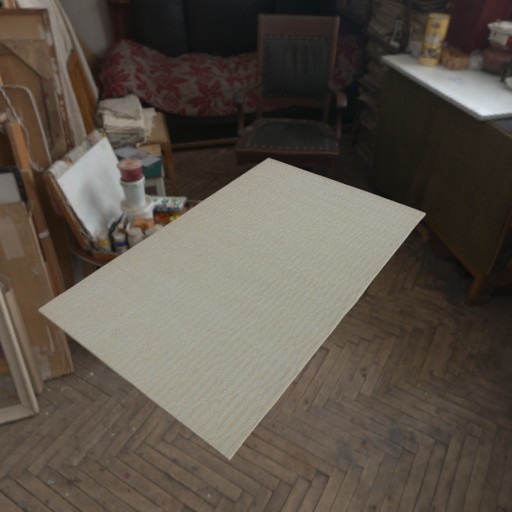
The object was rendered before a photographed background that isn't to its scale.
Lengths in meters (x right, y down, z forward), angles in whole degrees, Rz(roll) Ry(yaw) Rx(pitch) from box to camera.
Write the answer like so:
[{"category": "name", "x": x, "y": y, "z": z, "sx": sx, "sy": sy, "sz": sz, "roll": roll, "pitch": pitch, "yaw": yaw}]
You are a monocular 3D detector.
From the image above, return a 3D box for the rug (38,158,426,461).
[{"category": "rug", "x": 0.000, "y": 0.000, "z": 3.100, "sx": 1.531, "sy": 0.014, "sz": 2.441, "roll": 26, "pitch": 47, "yaw": 27}]
